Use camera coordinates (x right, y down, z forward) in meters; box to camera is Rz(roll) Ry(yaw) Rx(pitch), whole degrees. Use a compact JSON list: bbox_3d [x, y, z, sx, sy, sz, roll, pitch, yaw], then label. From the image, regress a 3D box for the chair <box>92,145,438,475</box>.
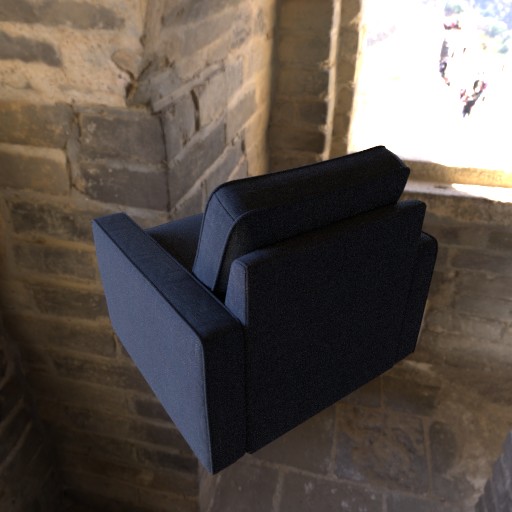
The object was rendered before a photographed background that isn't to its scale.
[{"bbox_3d":[0.000,0.000,1.746,1.017,0.919,0.940,-19,35,-30],"label":"chair"}]
